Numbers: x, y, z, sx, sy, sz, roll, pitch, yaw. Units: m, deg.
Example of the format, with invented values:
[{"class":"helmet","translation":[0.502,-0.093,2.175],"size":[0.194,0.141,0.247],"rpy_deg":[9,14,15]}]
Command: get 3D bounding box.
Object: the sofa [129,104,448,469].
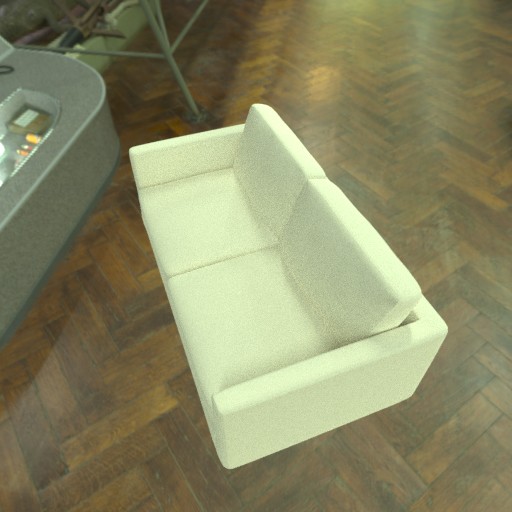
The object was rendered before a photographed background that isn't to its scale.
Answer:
[{"class":"sofa","translation":[0.000,0.000,2.275],"size":[0.964,0.888,1.702],"rpy_deg":[-16,49,-14]}]
